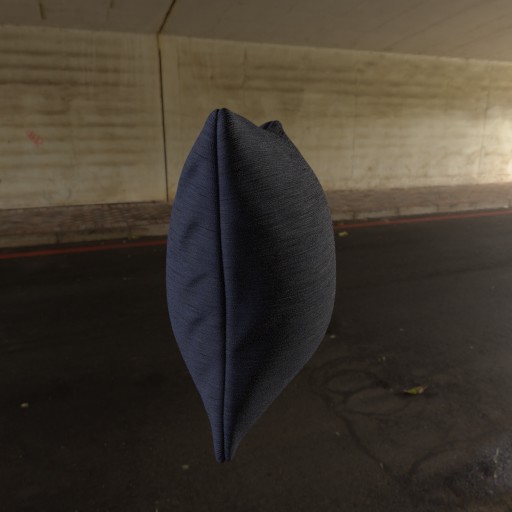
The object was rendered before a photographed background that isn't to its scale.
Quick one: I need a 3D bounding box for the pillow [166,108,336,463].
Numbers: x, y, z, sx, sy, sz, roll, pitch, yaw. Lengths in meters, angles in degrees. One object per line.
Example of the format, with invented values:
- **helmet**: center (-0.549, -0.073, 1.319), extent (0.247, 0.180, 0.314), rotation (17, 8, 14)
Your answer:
- **pillow**: center (0.000, 0.000, 0.684), extent (0.246, 0.414, 0.432), rotation (3, 15, 10)
